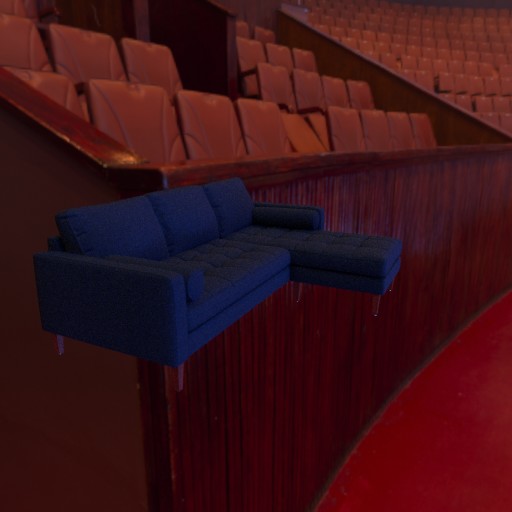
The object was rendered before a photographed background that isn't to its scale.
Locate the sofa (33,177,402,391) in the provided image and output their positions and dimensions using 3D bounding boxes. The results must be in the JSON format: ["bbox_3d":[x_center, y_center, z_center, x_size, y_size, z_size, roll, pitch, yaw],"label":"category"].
[{"bbox_3d":[0.000,0.000,2.984,1.613,0.841,2.185,8,18,26],"label":"sofa"}]
